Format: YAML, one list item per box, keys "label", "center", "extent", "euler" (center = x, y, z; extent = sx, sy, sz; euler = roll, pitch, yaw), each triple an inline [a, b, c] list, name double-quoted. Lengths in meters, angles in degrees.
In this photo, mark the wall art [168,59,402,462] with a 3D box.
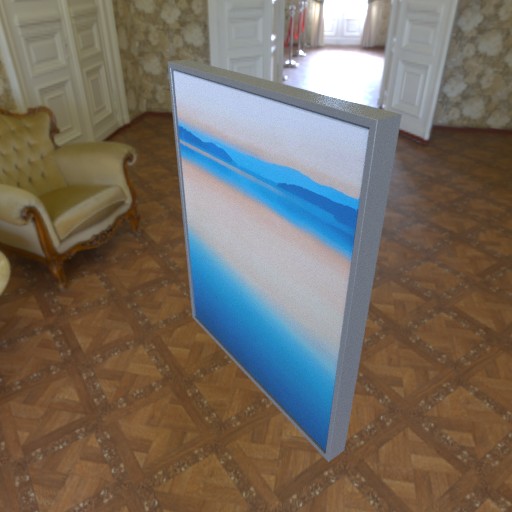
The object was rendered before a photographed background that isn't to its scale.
- label: "wall art"
  center: [0.000, 0.000, 0.744]
  extent: [0.037, 0.554, 0.453]
  euler: [-21, 38, -30]
